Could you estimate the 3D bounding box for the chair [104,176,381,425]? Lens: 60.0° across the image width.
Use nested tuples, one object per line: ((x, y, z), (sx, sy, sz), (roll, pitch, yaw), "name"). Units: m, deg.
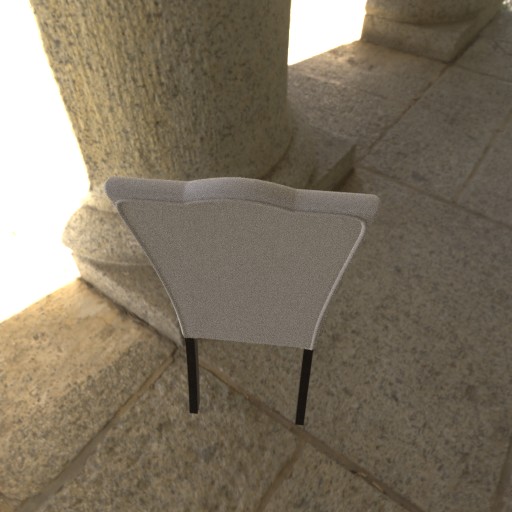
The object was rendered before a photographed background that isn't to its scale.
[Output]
((0.000, 0.000, 1.285), (0.518, 0.946, 0.589), (5, 48, 4), "chair")
